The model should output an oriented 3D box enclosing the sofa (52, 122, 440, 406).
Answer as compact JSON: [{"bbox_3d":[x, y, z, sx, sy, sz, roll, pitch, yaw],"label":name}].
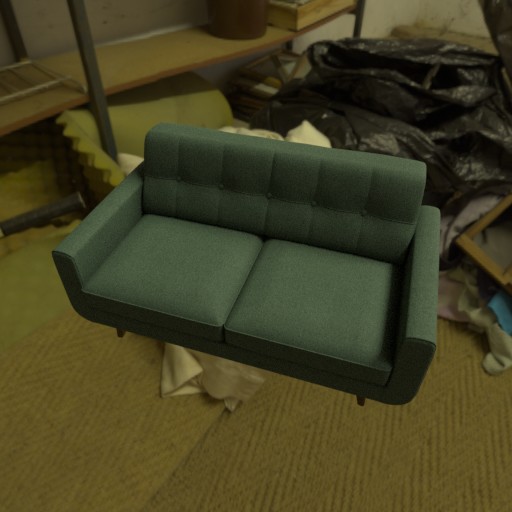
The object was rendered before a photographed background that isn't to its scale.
[{"bbox_3d":[0.000,0.000,2.152,1.631,0.841,0.909,12,43,13],"label":"sofa"}]
